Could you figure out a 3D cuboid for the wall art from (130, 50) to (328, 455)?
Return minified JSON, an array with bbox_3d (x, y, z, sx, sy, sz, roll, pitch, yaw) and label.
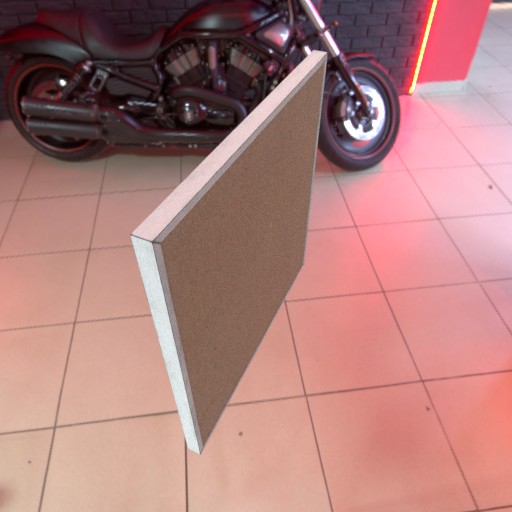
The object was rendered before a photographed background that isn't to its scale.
[{"bbox_3d":[0.000,0.000,1.136,0.038,0.762,0.762,18,48,17],"label":"wall art"}]
